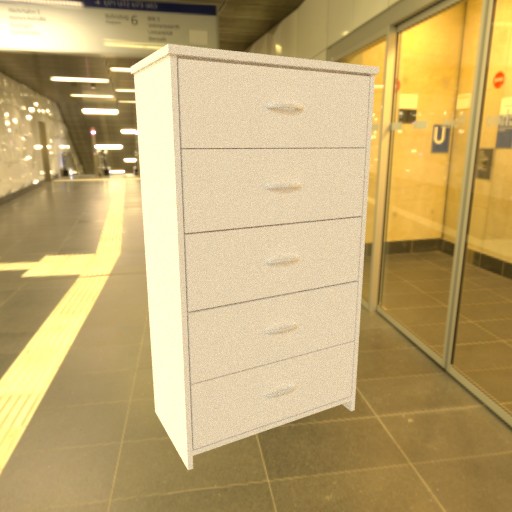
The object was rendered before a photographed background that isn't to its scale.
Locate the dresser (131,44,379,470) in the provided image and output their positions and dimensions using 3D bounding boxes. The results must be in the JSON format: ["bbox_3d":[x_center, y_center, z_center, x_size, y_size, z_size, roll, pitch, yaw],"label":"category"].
[{"bbox_3d":[0.000,0.000,1.577,0.704,1.255,0.399,-8,16,-28],"label":"dresser"}]
